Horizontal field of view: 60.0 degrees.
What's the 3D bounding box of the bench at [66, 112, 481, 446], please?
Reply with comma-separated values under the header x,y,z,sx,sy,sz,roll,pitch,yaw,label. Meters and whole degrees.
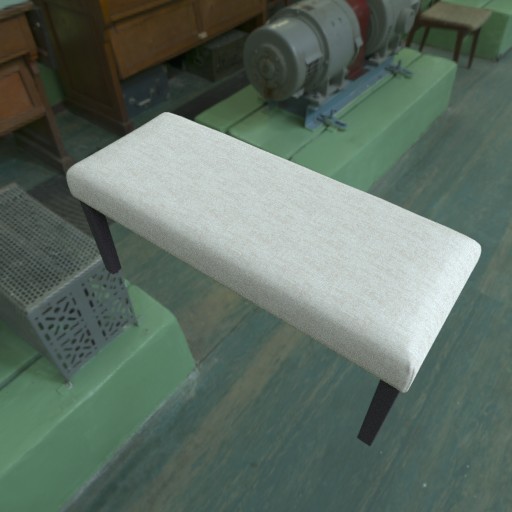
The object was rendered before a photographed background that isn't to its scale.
x,y,z,sx,sy,sz,roll,pitch,yaw,label
0.000,0.000,1.244,1.013,0.456,0.407,28,53,24,bench
